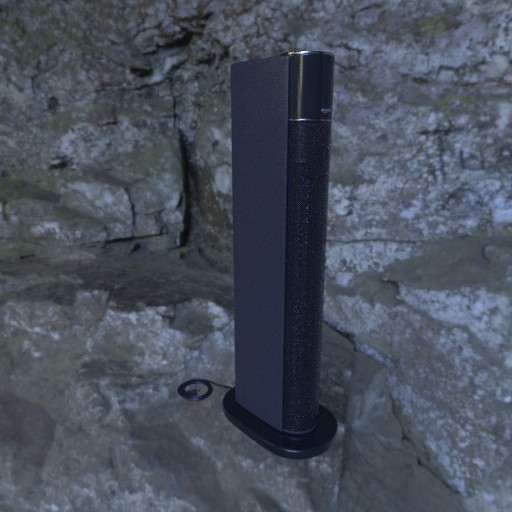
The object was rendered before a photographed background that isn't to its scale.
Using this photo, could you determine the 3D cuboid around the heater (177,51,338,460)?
[{"bbox_3d":[0.000,0.000,1.057,0.458,0.856,0.214,15,22,42],"label":"heater"}]
